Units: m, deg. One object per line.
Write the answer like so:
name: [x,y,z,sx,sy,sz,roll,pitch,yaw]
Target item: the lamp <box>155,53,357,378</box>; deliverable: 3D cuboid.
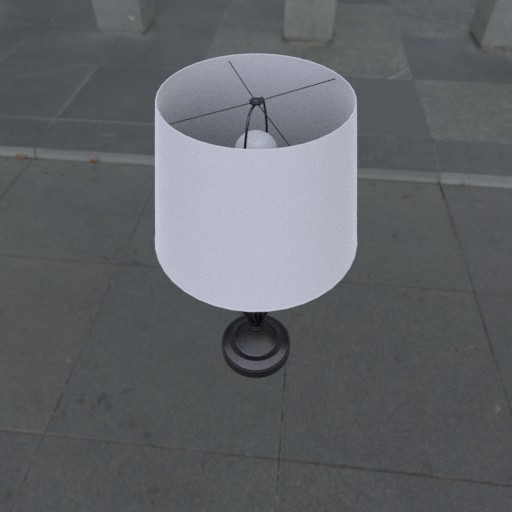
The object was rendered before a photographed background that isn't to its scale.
lamp: [0.000,0.000,0.776,0.331,0.594,0.331,0,46,0]
